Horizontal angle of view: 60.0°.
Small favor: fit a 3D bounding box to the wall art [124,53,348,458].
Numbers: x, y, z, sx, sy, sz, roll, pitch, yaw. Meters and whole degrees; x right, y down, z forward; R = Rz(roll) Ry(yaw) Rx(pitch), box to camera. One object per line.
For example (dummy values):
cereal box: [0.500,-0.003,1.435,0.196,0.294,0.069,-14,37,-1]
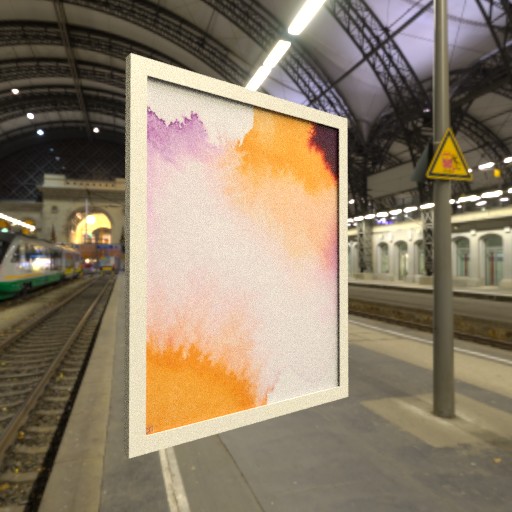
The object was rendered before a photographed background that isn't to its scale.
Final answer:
wall art: [0.000,0.000,1.101,0.661,0.811,0.026,1,-1,-38]
